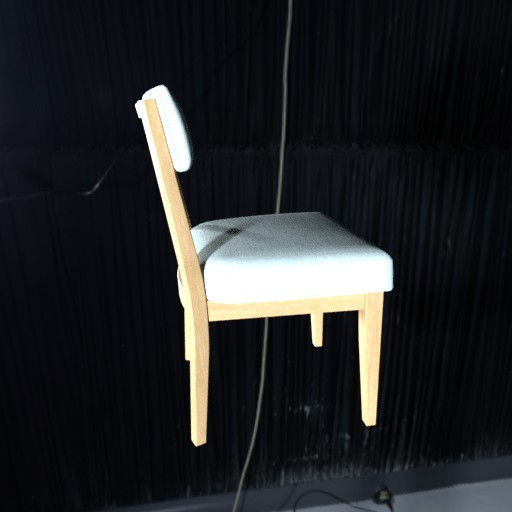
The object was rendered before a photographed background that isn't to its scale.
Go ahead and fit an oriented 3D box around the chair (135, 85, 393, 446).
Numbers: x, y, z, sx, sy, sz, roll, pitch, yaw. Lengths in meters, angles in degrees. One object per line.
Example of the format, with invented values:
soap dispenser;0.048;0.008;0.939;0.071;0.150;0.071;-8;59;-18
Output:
chair;0.000;0.000;1.202;0.572;0.832;0.508;-3;17;-10
